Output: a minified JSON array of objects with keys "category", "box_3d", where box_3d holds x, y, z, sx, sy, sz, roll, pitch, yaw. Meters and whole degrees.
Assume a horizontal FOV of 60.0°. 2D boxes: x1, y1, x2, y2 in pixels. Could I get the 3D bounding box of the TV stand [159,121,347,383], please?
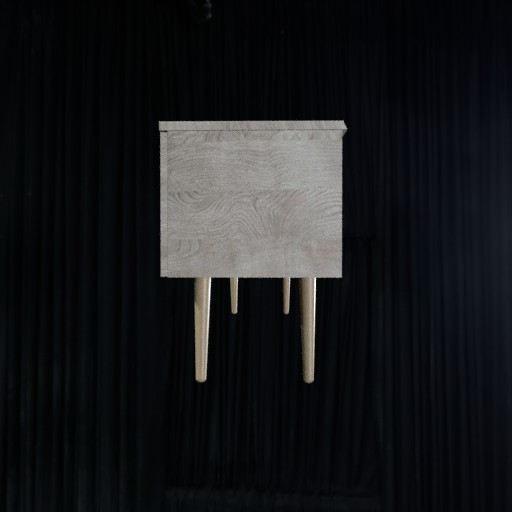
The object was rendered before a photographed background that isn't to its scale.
[{"category":"TV stand","box_3d":[0.000,0.000,1.559,0.401,0.565,1.313,0,1,1]}]
